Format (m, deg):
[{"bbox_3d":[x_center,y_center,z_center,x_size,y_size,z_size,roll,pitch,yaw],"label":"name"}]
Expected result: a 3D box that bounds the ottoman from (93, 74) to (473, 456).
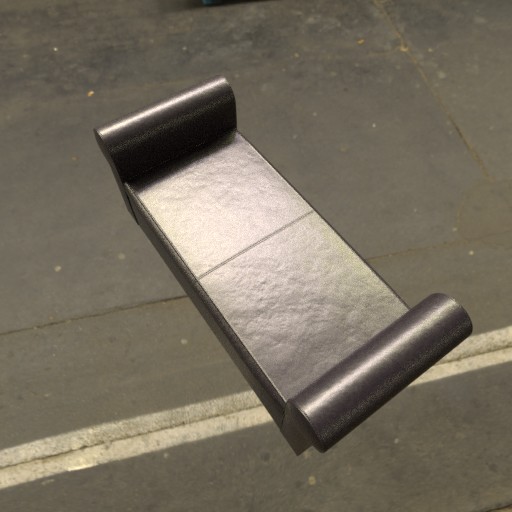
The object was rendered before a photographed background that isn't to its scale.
[{"bbox_3d":[0.000,0.000,1.534,0.521,0.547,1.256,-31,63,-18],"label":"ottoman"}]
